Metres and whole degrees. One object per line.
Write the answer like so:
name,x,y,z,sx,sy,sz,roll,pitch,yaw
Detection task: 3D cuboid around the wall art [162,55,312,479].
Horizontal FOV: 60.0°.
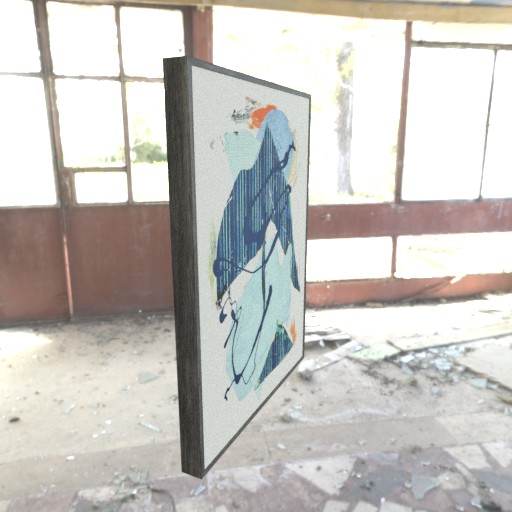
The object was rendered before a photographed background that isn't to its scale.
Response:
wall art,0.000,0.000,1.370,0.063,1.016,0.762,7,15,25
